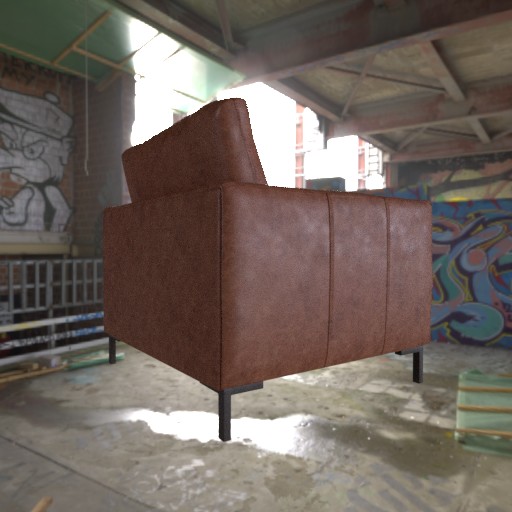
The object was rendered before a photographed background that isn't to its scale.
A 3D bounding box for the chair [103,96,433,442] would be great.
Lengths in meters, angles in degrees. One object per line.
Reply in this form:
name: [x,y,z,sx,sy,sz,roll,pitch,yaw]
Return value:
chair: [0.000,0.000,1.653,0.862,0.869,0.967,-1,2,-36]
